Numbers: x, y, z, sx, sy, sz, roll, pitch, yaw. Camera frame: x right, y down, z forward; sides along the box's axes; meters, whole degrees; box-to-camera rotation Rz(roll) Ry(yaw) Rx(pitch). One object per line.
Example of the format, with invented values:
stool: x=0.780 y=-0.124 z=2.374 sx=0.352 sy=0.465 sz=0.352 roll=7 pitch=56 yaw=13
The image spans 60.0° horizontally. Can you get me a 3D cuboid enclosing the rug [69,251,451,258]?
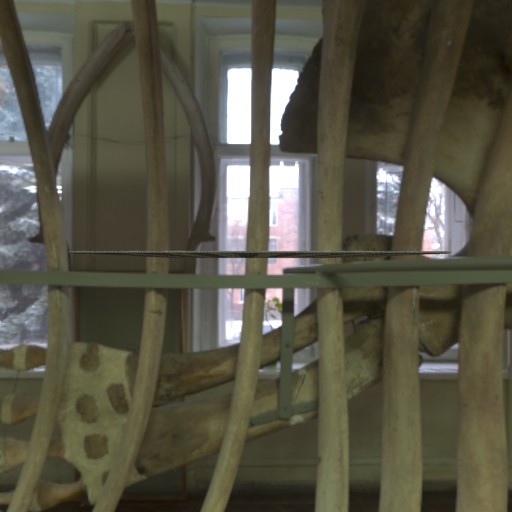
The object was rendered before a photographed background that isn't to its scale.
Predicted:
rug: x=0.000 y=0.000 z=3.026 sx=1.554 sy=0.011 sz=2.476 roll=0 pitch=-1 yaw=-1
